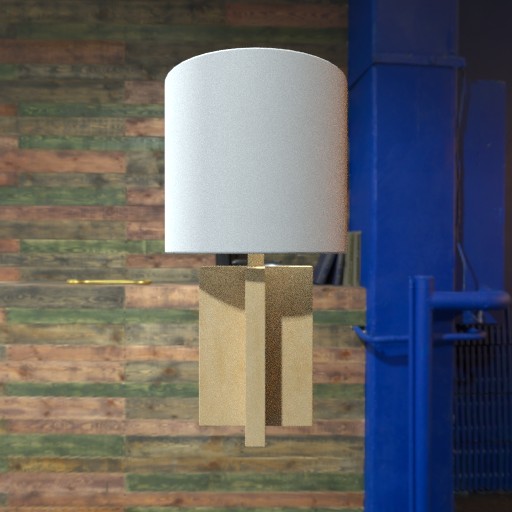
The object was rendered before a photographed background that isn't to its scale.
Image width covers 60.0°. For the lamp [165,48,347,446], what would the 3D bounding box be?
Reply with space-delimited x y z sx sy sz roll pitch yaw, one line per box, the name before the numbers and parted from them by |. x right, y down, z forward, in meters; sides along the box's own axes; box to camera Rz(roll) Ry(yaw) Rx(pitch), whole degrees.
lamp | 0.000 0.000 0.568 0.229 0.428 0.229 0 0 1
